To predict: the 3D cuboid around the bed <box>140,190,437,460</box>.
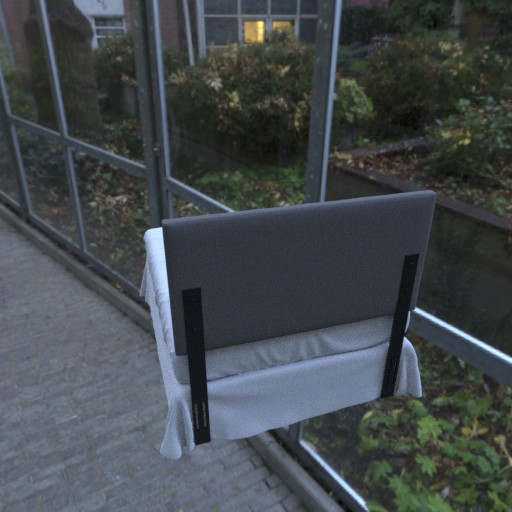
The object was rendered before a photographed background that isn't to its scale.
[{"bbox_3d":[0.000,0.000,3.629,1.936,1.577,2.222,-8,28,-16],"label":"bed"}]
